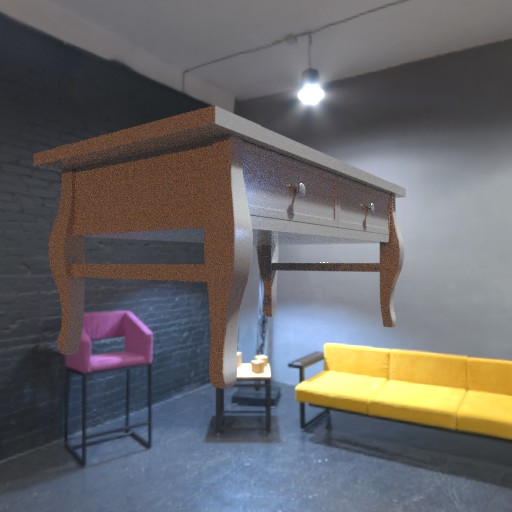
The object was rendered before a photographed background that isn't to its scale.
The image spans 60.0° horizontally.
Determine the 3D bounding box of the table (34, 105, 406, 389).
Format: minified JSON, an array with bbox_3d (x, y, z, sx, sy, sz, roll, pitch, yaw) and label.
[{"bbox_3d":[0.000,0.000,1.347,0.600,0.495,1.062,0,-1,35],"label":"table"}]
